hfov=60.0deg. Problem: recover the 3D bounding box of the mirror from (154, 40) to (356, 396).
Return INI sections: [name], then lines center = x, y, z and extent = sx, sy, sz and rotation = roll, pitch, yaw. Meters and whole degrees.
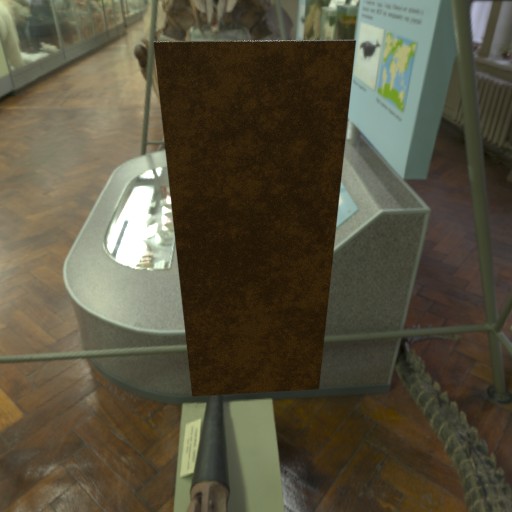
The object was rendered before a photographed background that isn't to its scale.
[mirror]
center = 0.000, 0.000, 2.316
extent = 0.812, 2.031, 0.032
rotation = -2, 32, -4
